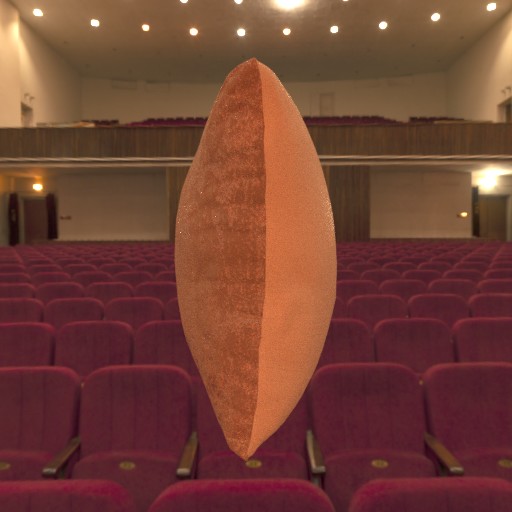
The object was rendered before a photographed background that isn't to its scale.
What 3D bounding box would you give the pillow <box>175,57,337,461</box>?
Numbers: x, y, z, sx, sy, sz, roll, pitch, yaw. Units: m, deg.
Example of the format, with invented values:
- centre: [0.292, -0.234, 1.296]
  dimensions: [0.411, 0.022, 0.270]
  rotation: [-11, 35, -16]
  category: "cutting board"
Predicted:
- centre: [0.000, 0.000, 0.707]
  dimensions: [0.245, 0.448, 0.450]
  rotation: [0, 1, 0]
  category: "pillow"
